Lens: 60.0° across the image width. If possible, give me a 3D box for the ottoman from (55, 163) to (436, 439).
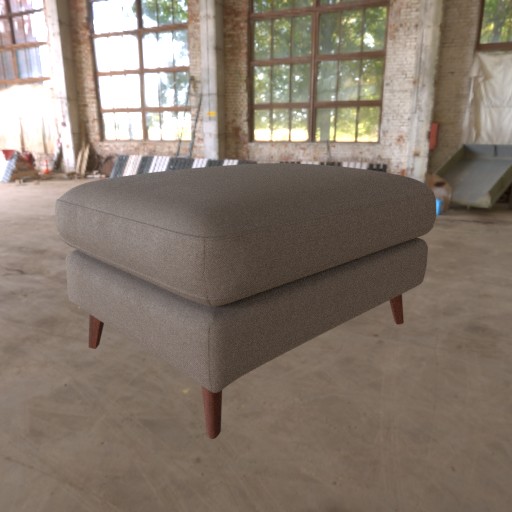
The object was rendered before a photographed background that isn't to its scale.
[{"bbox_3d":[0.000,0.000,1.146,0.811,0.449,0.608,-15,22,-43],"label":"ottoman"}]
